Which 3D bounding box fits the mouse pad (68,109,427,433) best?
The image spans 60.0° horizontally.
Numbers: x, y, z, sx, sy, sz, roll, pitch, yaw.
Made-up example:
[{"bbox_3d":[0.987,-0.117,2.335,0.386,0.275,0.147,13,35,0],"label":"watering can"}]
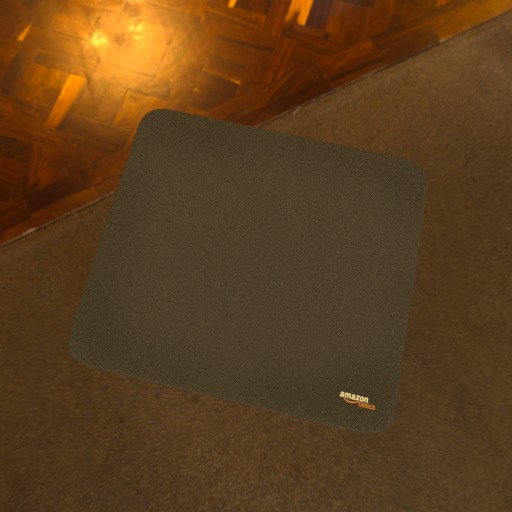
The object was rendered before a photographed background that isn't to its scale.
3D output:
[{"bbox_3d":[0.000,0.000,0.323,0.229,0.003,0.203,13,76,3],"label":"mouse pad"}]
